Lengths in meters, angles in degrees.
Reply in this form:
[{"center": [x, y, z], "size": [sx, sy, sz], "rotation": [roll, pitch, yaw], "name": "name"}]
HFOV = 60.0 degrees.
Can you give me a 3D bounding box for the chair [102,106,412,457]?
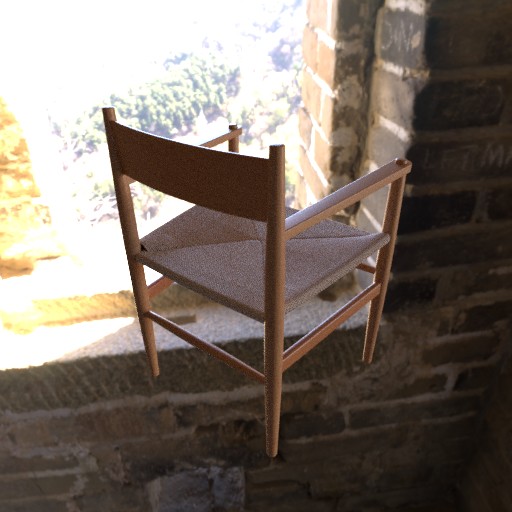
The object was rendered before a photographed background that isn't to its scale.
[{"center": [0.000, 0.000, 1.137], "size": [0.556, 0.762, 0.495], "rotation": [22, 37, 32], "name": "chair"}]
